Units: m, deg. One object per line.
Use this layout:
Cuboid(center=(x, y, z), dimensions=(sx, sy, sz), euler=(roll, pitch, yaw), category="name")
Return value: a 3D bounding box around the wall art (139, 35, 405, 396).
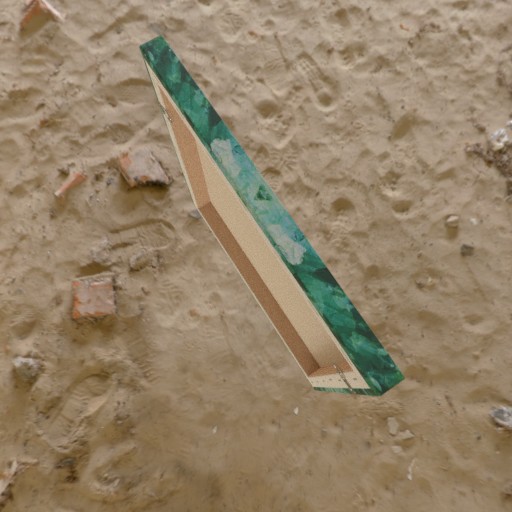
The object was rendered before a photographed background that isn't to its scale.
Cuboid(center=(0.000, 0.000, 0.748), dimensions=(0.038, 0.508, 0.507), euler=(-32, 76, -9), category="wall art")
